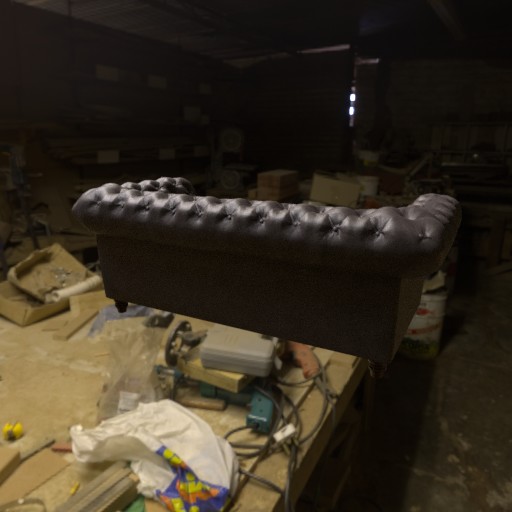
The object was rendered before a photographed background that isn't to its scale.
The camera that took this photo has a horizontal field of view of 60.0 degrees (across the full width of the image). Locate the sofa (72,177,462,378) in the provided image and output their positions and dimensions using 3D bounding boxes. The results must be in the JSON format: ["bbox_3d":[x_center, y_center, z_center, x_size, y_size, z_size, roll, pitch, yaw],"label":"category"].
[{"bbox_3d":[0.000,0.000,2.537,2.048,0.779,0.944,8,18,27],"label":"sofa"}]
